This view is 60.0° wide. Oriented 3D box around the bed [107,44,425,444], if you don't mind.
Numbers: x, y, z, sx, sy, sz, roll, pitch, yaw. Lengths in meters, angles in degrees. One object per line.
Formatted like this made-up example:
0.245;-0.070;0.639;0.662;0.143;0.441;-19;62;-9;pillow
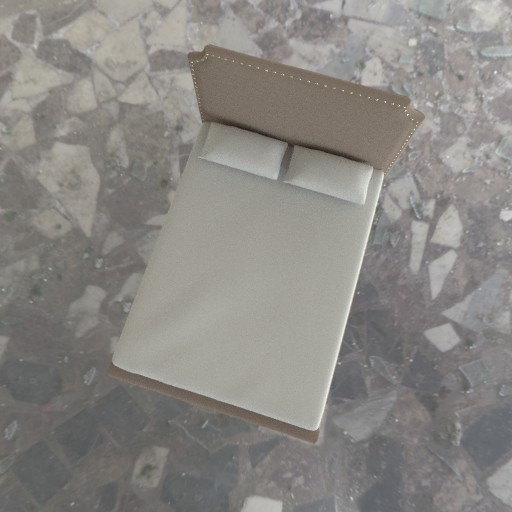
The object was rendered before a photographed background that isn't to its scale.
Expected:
0.000;0.000;3.381;1.713;1.443;2.372;17;76;4;bed
